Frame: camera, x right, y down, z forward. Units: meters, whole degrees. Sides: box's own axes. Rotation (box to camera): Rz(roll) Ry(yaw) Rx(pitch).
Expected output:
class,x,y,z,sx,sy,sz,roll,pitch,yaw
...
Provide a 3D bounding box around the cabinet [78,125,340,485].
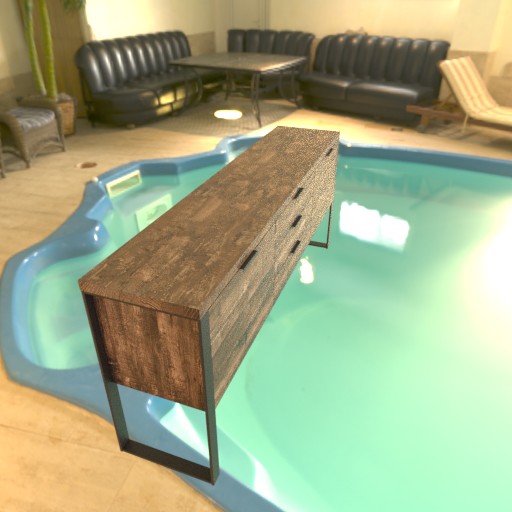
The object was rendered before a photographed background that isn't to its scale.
class,x,y,z,sx,sy,sz,roll,pitch,yaw
cabinet,0.000,0.000,2.105,0.395,0.762,1.800,11,32,18
